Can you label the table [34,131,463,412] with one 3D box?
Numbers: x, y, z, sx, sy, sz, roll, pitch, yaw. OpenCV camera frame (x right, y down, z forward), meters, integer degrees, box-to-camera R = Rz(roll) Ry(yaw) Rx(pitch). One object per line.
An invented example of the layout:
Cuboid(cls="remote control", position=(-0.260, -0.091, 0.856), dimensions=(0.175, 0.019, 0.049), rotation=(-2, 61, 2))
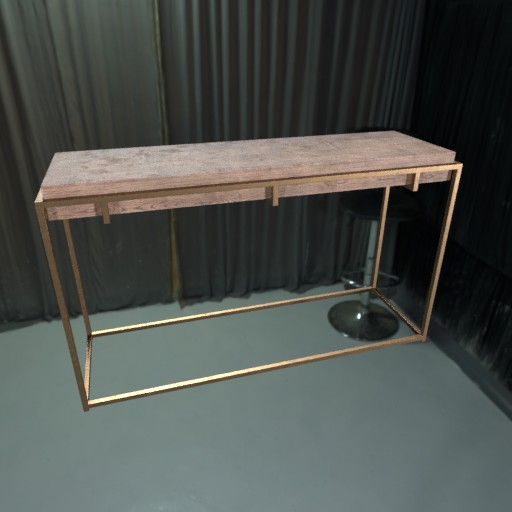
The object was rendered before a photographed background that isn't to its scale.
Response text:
Cuboid(cls="table", position=(0.000, 0.000, 1.748), dimensions=(1.400, 0.820, 0.440), rotation=(-8, 28, -15))
